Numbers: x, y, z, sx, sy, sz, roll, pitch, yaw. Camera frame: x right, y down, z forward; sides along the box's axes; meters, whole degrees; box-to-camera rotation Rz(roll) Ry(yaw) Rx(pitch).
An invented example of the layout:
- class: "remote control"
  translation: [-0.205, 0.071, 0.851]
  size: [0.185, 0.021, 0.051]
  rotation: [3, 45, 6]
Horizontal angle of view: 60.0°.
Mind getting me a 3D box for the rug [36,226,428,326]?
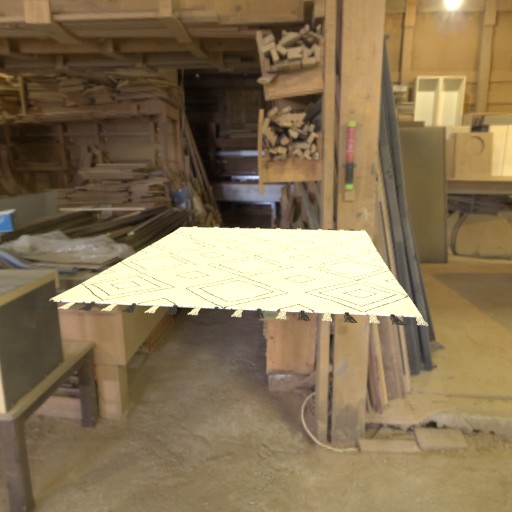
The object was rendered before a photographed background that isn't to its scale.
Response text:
- class: "rug"
  translation: [0.000, 0.000, 4.152]
  size: [2.342, 0.026, 3.221]
  rotation: [2, 13, 7]
